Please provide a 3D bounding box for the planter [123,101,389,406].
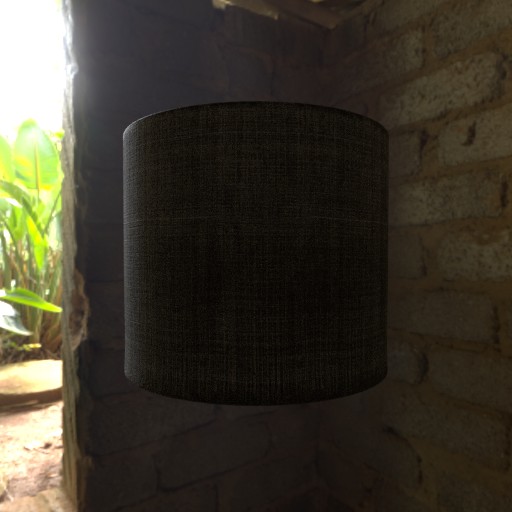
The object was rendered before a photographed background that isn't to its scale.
[{"bbox_3d":[0.000,0.000,0.442,0.254,0.221,0.254,0,0,0],"label":"planter"}]
